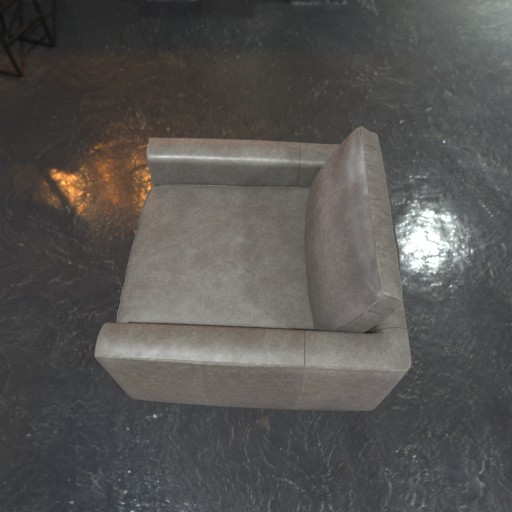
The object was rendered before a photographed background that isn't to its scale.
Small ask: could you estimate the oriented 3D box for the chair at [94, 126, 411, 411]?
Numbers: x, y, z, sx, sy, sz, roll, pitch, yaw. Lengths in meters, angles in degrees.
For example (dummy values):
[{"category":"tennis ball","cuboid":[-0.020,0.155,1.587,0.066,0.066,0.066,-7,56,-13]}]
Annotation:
[{"category":"chair","cuboid":[0.000,0.000,1.881,1.080,0.807,1.106,2,57,2]}]
